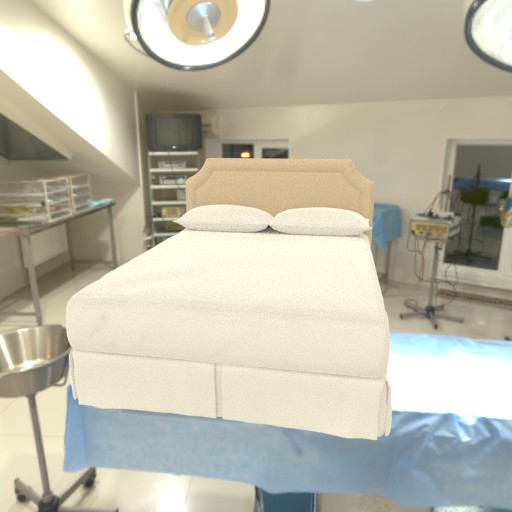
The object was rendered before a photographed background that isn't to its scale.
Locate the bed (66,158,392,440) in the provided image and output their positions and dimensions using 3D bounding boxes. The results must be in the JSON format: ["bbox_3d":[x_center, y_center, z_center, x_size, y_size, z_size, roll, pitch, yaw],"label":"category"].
[{"bbox_3d":[0.000,0.000,3.795,2.134,1.524,2.548,3,15,10],"label":"bed"}]
